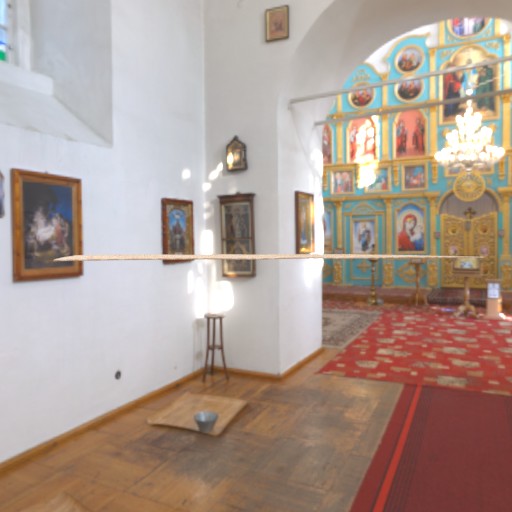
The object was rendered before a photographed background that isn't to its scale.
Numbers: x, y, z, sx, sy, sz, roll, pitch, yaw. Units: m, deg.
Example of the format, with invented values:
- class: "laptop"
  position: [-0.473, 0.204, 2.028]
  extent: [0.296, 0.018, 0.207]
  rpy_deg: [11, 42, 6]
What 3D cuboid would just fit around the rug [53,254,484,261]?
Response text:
- class: "rug"
  position: [0.000, 0.000, 2.200]
  extent: [1.745, 0.010, 1.146]
  rpy_deg: [0, 1, -19]
